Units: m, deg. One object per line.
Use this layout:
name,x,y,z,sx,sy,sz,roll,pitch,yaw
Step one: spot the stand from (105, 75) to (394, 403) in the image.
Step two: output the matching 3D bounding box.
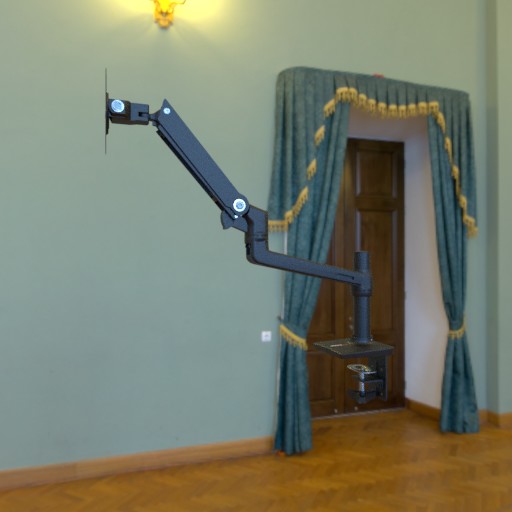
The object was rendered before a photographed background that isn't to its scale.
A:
stand,0.000,0.000,1.007,0.650,0.713,0.152,0,-1,-19
